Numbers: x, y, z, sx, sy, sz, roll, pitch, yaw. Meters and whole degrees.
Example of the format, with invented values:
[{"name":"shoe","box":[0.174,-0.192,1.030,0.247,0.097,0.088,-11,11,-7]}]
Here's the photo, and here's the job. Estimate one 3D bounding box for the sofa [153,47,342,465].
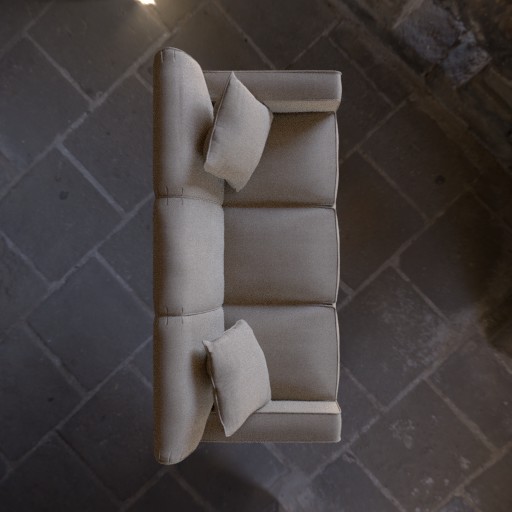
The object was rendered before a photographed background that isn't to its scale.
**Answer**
[{"name":"sofa","box":[0.000,0.000,2.549,0.997,0.958,2.024,0,90,1]}]
